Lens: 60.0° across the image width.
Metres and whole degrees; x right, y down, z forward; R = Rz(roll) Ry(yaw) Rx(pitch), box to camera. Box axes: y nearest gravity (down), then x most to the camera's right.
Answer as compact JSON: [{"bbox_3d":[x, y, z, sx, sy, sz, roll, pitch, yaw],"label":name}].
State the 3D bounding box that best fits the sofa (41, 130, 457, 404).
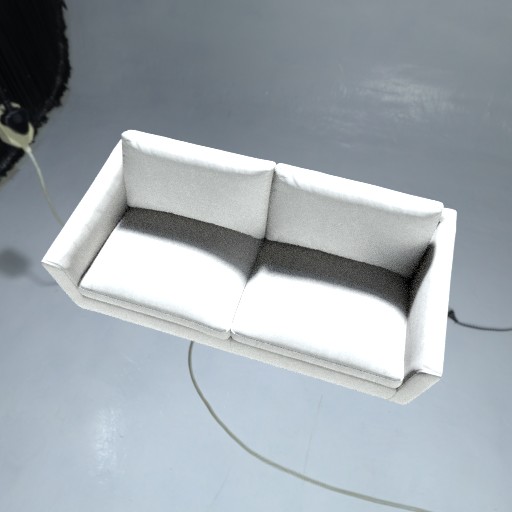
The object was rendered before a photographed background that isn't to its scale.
[{"bbox_3d":[0.000,0.000,2.787,2.588,0.838,1.090,15,59,9],"label":"sofa"}]
